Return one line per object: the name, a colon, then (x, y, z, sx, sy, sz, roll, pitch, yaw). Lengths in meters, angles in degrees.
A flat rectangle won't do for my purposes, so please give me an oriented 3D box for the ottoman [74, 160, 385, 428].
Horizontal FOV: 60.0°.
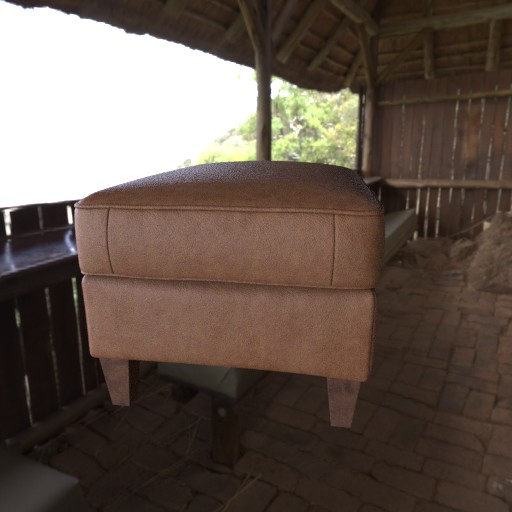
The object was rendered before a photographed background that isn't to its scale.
ottoman: (0.000, 0.000, 1.195, 0.584, 0.483, 0.864, 2, 15, 9)
